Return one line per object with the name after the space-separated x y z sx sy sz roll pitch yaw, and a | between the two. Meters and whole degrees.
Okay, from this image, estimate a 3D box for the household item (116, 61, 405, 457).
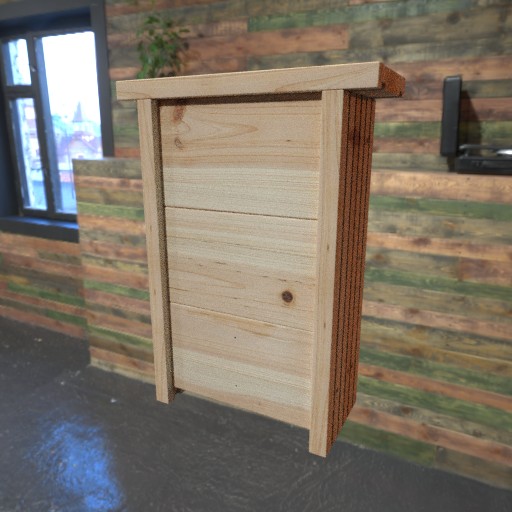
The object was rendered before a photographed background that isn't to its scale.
0.000 0.000 0.547 0.301 0.407 0.123 8 17 27 | household item
